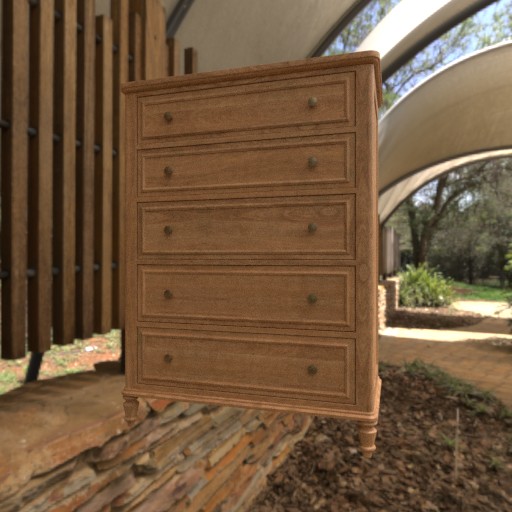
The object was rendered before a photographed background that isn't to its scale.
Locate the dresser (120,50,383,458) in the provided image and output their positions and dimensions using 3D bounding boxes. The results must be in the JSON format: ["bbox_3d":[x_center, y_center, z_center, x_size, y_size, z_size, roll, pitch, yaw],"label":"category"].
[{"bbox_3d":[0.000,0.000,1.785,0.973,1.318,0.484,0,0,17],"label":"dresser"}]
